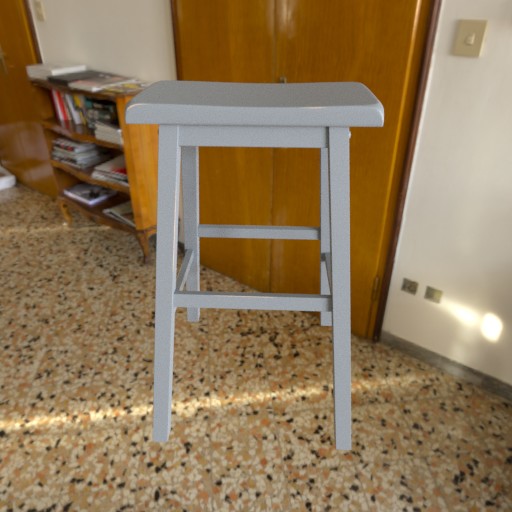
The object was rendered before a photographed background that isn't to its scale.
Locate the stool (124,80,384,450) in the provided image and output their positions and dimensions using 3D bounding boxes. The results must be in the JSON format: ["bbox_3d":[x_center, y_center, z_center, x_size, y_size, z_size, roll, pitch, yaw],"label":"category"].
[{"bbox_3d":[0.000,0.000,1.039,0.457,0.737,0.476,1,30,2],"label":"stool"}]
